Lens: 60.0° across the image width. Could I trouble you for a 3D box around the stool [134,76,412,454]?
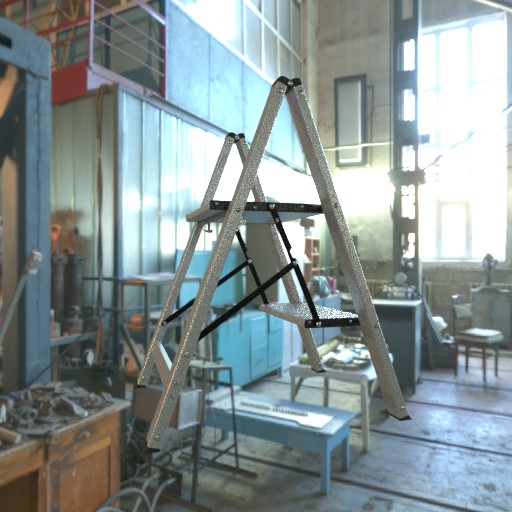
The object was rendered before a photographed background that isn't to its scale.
[{"bbox_3d":[0.000,0.000,1.035,0.535,0.670,0.440,0,0,-17],"label":"stool"}]
